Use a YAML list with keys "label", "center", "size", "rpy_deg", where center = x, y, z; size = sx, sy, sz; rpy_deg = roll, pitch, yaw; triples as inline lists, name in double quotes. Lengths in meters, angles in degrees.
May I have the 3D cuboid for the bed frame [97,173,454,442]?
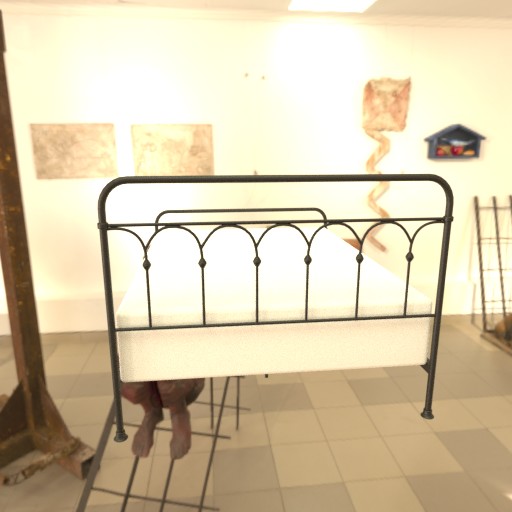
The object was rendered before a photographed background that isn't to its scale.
- label: "bed frame"
  center: [0.000, 0.000, 3.154]
  size: [1.664, 1.276, 2.203]
  rpy_deg: [-2, 14, -6]
